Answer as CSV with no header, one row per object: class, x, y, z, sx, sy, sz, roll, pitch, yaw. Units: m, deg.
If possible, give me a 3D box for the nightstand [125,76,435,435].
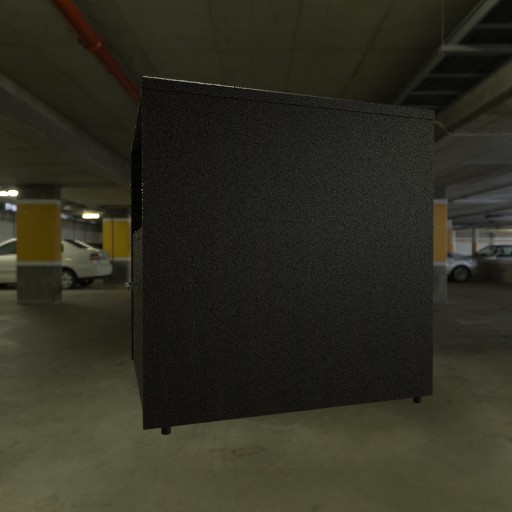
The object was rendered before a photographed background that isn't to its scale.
nightstand,0.000,0.000,0.819,0.461,0.460,0.400,0,1,-18
